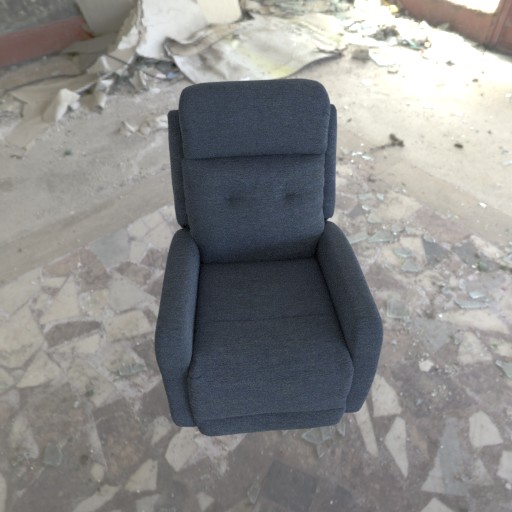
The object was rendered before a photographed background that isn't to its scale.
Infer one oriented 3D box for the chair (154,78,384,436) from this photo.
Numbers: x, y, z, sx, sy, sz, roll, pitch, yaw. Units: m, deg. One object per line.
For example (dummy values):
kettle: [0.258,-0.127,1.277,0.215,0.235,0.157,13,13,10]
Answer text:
chair: [0.000,0.000,1.729,0.798,1.013,1.043,-3,47,-3]
